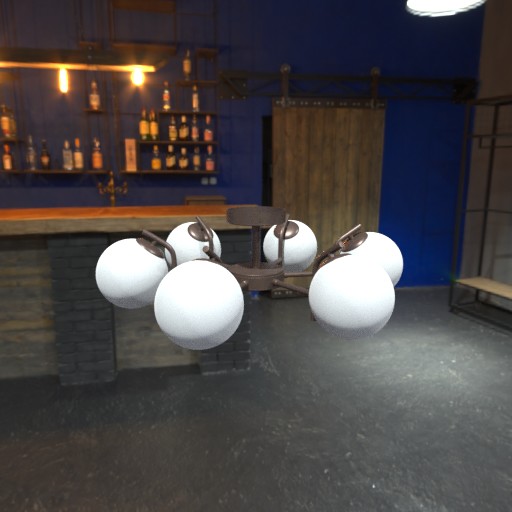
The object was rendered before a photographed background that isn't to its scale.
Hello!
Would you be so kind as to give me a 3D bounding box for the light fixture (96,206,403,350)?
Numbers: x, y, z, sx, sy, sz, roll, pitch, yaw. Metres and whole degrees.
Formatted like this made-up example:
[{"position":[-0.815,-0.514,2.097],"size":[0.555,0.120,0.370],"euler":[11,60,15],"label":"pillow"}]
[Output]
[{"position":[0.000,0.000,0.955],"size":[0.662,0.201,0.662],"euler":[0,12,0],"label":"light fixture"}]
